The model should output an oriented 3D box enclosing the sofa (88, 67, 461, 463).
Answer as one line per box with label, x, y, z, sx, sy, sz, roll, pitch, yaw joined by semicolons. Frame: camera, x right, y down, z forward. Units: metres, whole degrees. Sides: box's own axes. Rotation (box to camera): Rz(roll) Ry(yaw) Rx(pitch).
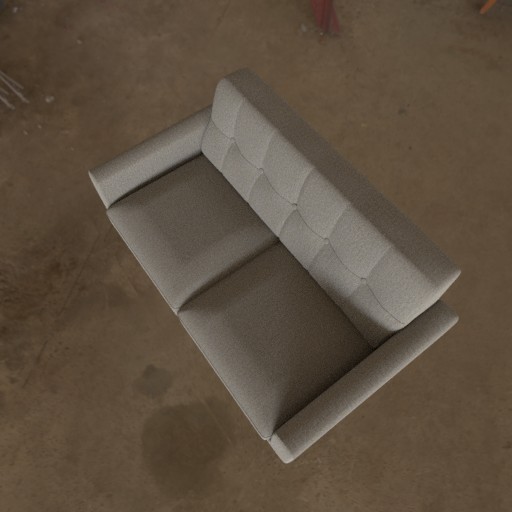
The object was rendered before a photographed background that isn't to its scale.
sofa;0.000;0.000;2.189;0.952;0.925;1.651;-34;68;-16
